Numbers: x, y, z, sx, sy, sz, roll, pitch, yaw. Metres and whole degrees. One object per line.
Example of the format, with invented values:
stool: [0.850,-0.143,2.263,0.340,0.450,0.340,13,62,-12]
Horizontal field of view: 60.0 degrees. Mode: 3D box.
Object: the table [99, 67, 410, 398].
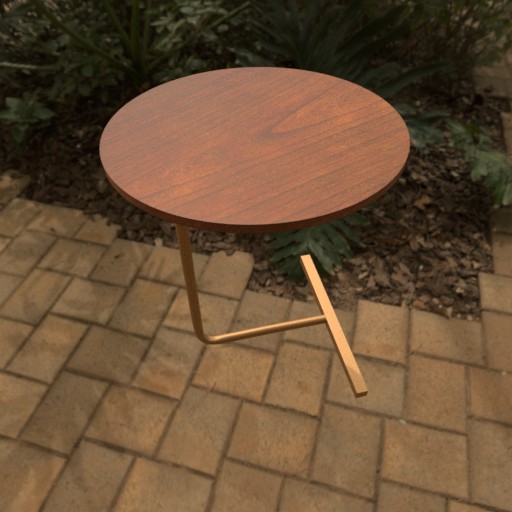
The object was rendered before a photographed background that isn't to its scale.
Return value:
table: [0.000,0.000,1.098,0.577,0.706,0.530,-10,48,-9]
